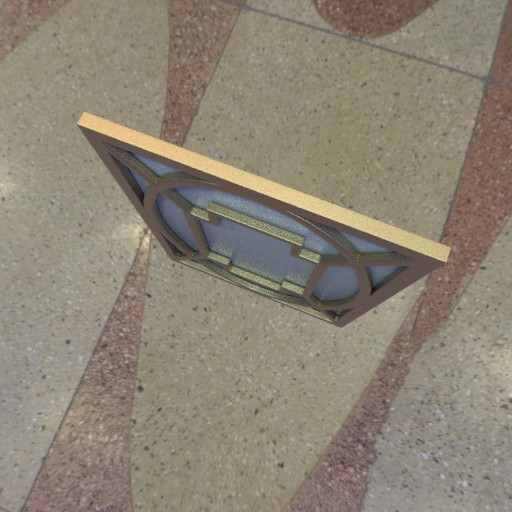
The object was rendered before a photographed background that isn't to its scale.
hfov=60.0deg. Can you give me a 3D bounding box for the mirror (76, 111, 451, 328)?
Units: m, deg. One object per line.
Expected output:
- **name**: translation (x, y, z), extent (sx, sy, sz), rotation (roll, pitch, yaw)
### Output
- **mirror**: translation (0.000, 0.000, 1.335), extent (0.756, 1.023, 0.032), rotation (21, 75, 6)
